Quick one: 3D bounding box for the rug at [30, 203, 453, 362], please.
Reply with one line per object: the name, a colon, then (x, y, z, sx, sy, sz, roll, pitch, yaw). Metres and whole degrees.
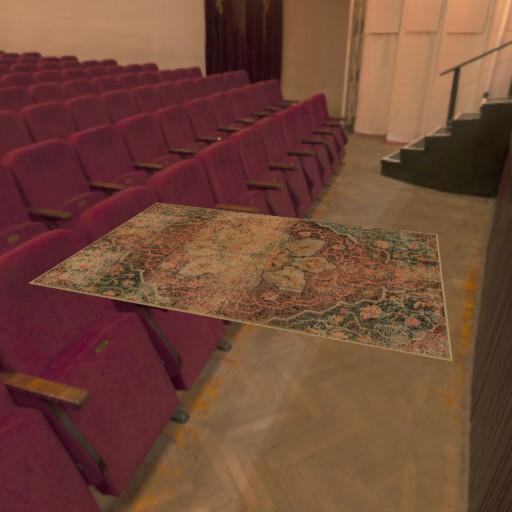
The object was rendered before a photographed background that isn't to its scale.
rug: (0.000, 0.000, 2.956, 2.363, 0.004, 1.566, 8, 27, 17)
